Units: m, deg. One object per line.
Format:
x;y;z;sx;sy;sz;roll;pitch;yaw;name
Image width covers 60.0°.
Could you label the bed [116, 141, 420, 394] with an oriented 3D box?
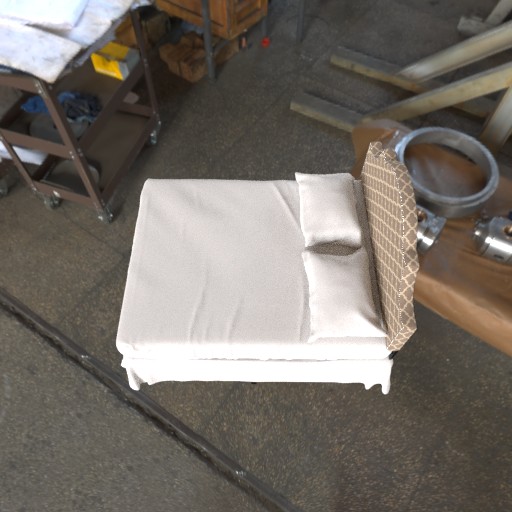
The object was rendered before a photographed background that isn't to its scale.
0.000;0.000;3.457;2.222;1.633;1.780;0;59;0;bed
